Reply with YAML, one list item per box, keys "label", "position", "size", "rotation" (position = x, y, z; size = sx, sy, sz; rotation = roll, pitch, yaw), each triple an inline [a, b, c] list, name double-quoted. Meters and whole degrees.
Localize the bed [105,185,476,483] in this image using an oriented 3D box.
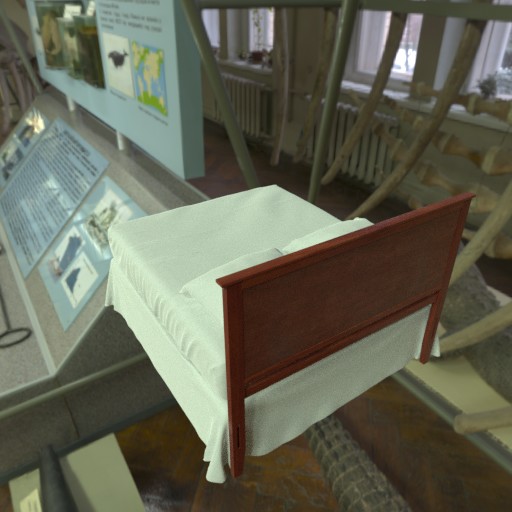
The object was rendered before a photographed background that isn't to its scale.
- label: "bed"
  position: [0.000, 0.000, 3.162]
  size: [1.870, 1.270, 2.050]
  rotation: [-18, 35, -28]
